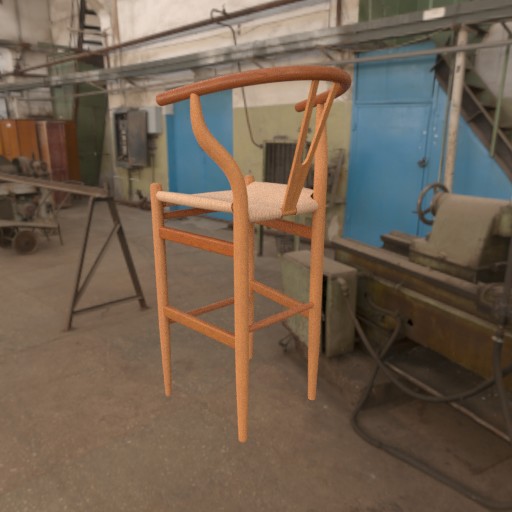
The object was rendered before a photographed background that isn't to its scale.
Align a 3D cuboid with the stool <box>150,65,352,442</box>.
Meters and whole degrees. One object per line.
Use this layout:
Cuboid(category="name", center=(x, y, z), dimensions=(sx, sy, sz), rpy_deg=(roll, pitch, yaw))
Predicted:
Cuboid(category="stool", center=(0.000, 0.000, 1.413), dimensions=(0.574, 1.068, 0.561), rpy_deg=(-14, 21, -41))
